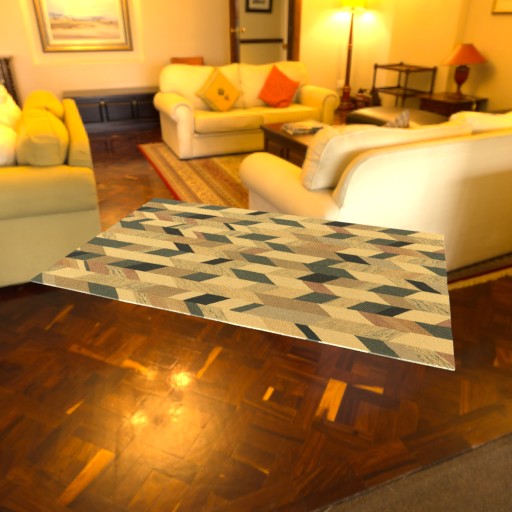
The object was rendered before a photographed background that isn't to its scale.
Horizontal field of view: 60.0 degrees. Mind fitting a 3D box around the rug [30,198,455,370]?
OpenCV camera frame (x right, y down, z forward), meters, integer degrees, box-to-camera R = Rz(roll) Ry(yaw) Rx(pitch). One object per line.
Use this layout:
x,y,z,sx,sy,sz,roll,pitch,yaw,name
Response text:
0.000,0.000,2.987,2.423,0.008,1.513,9,29,16,rug
